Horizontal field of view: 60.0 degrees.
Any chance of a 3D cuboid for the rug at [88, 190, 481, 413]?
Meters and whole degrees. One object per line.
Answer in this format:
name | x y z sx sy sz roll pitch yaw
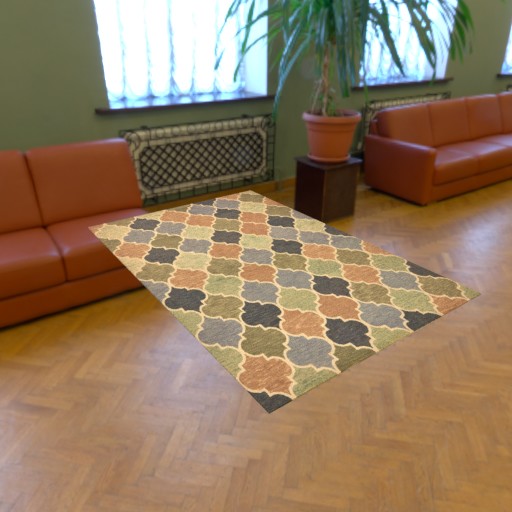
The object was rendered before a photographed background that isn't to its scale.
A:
rug | 0.000 0.000 2.368 1.216 0.006 1.828 -18 32 -31
